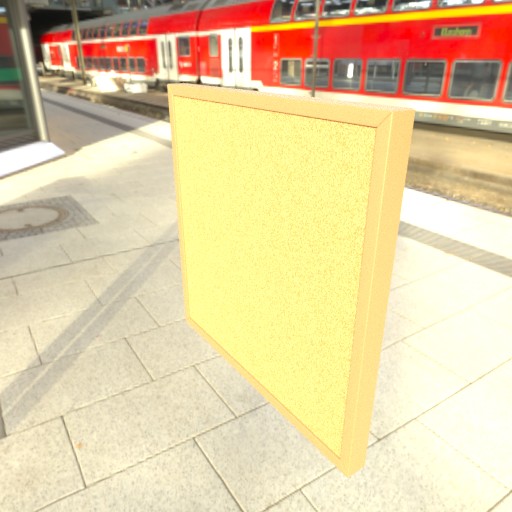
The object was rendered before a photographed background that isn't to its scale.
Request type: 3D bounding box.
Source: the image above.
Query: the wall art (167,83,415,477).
[{"bbox_3d":[0.000,0.000,0.734,0.036,0.509,0.509,-16,29,-32],"label":"wall art"}]
